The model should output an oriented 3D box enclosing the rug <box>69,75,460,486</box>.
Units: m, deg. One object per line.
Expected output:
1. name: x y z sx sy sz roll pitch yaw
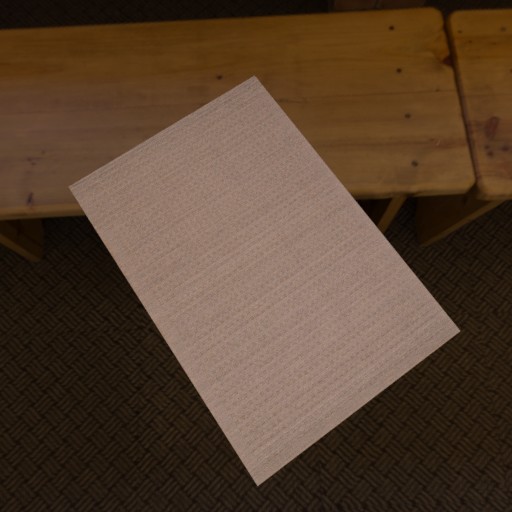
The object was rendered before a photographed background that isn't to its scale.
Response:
1. rug: 0.000 0.000 3.716 1.981 0.006 2.895 -34 78 -8
